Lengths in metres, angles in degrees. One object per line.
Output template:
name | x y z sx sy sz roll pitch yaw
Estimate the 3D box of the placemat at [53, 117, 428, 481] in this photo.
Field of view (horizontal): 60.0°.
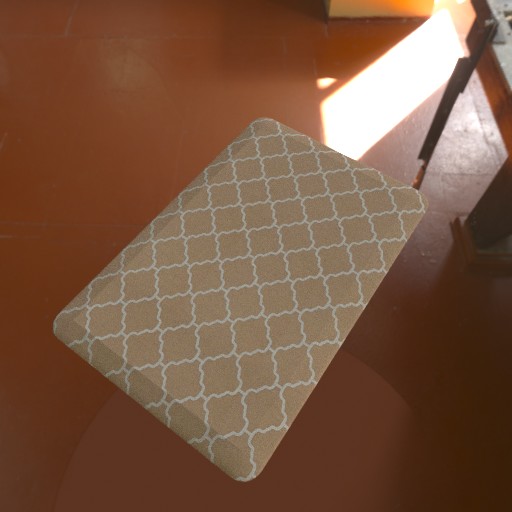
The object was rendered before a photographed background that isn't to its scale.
placemat | 0.000 0.000 0.974 0.508 0.021 0.762 31 64 17
